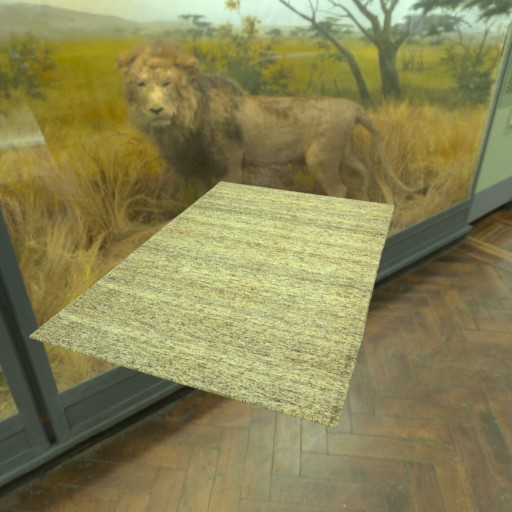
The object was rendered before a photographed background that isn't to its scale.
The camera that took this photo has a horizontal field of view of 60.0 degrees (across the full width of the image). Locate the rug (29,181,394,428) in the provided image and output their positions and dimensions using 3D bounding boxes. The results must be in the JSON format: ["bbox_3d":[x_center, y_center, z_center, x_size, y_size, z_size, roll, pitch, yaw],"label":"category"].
[{"bbox_3d":[0.000,0.000,2.312,1.243,0.014,1.846,11,32,18],"label":"rug"}]
